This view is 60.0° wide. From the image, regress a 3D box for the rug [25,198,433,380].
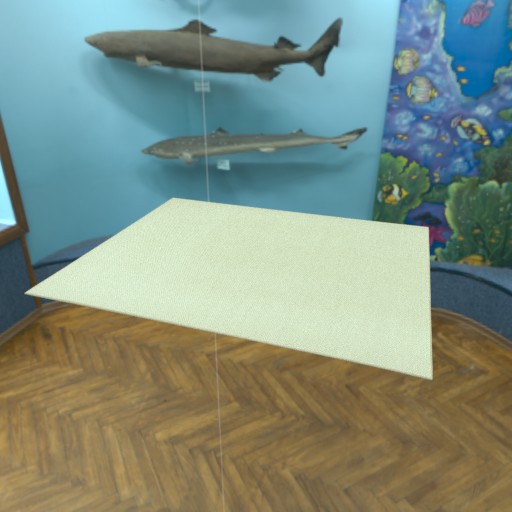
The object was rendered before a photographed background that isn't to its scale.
[{"bbox_3d":[0.000,0.000,4.095,3.039,0.018,2.462,9,28,17],"label":"rug"}]
